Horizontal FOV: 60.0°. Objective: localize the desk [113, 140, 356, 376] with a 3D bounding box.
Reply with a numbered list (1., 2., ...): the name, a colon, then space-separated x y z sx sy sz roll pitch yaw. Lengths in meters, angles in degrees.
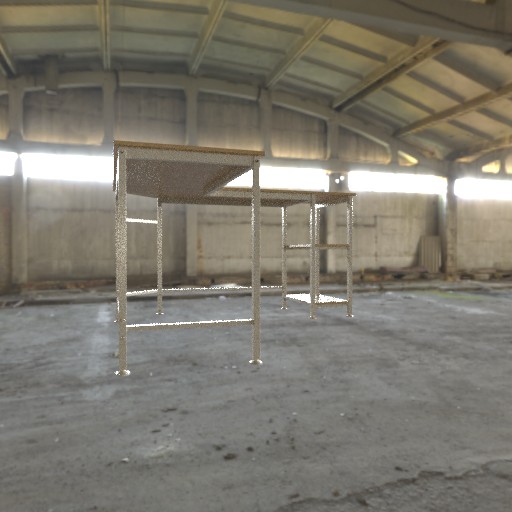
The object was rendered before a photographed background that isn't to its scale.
1. desk: 0.000 0.000 2.251 1.379 0.739 1.379 0 1 -18
